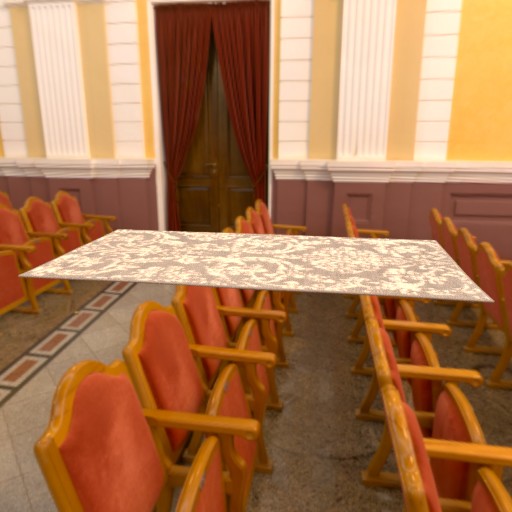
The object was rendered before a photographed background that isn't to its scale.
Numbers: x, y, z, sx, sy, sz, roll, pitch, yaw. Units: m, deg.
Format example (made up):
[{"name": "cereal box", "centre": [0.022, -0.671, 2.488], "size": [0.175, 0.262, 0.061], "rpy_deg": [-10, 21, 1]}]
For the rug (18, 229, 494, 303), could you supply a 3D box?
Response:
[{"name": "rug", "centre": [0.000, 0.000, 1.403], "size": [1.219, 0.007, 0.604], "rpy_deg": [2, 16, 9]}]
